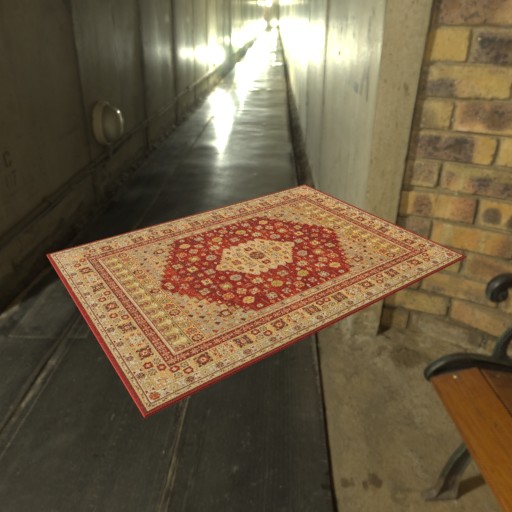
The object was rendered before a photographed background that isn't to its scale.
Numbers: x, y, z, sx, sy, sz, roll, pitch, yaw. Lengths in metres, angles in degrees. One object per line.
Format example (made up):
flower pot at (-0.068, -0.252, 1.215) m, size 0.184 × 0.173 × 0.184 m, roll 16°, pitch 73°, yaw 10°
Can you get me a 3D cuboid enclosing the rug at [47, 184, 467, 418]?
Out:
rug at (0.000, 0.000, 2.875) m, size 2.211 × 0.013 × 1.593 m, roll -19°, pitch 35°, yaw -30°
